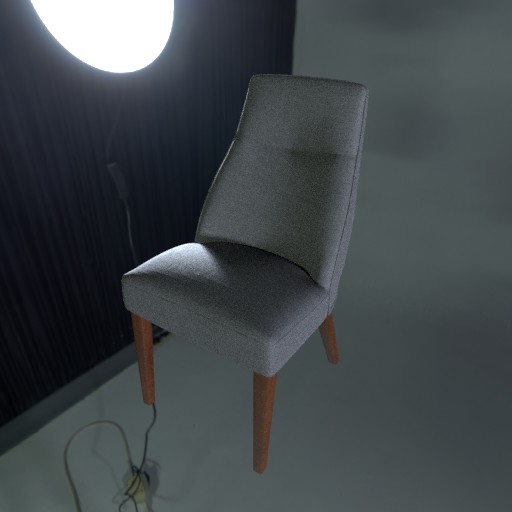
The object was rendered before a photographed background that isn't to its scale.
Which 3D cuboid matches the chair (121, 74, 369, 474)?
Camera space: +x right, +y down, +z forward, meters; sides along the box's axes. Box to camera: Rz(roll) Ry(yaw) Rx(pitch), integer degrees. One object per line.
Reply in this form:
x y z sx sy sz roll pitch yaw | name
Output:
0.000 0.000 1.302 0.500 0.930 0.620 18 34 29 | chair
